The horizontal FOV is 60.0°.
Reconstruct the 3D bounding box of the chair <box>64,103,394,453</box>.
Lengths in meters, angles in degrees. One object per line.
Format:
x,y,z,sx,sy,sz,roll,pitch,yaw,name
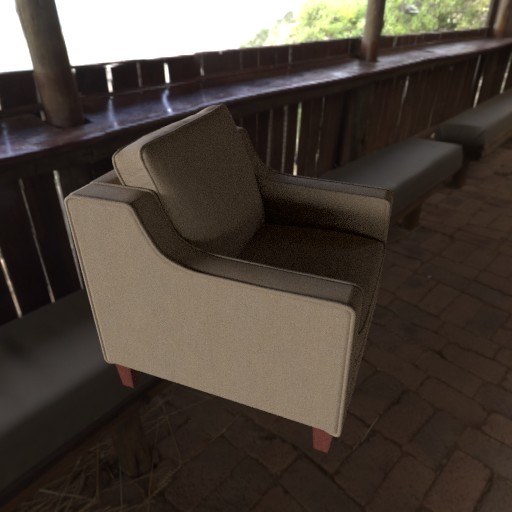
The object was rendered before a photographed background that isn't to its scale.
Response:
0.000,0.000,1.674,0.909,0.960,0.831,12,34,18,chair
